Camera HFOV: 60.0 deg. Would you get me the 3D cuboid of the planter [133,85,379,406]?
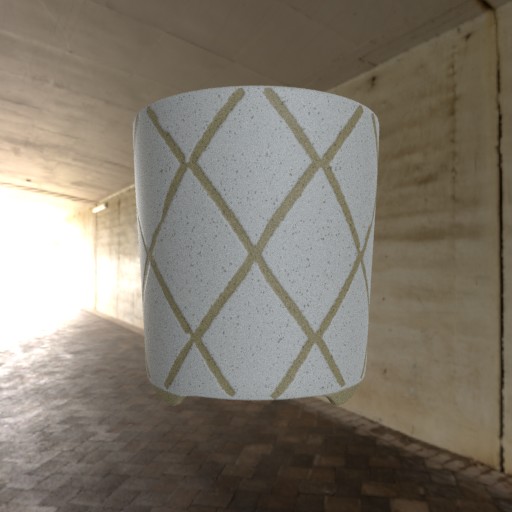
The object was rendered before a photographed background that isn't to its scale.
[{"bbox_3d":[0.000,0.000,0.354,0.191,0.199,0.191,0,-1,0],"label":"planter"}]
